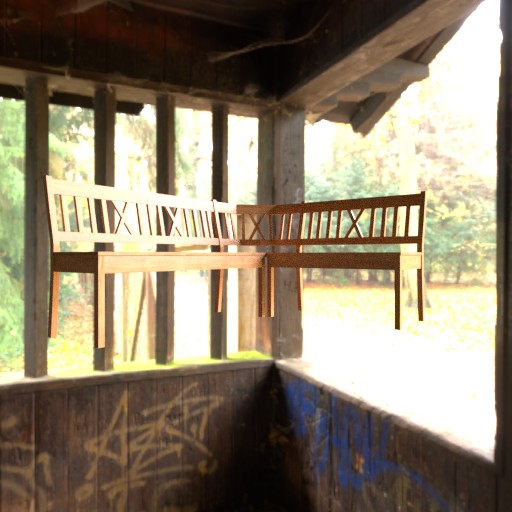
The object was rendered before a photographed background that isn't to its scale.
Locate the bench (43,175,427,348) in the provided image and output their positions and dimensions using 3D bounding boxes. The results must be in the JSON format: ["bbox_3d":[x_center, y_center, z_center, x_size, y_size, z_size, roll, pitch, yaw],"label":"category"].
[{"bbox_3d":[0.000,0.000,2.799,1.537,0.902,1.937,0,0,37],"label":"bench"}]
